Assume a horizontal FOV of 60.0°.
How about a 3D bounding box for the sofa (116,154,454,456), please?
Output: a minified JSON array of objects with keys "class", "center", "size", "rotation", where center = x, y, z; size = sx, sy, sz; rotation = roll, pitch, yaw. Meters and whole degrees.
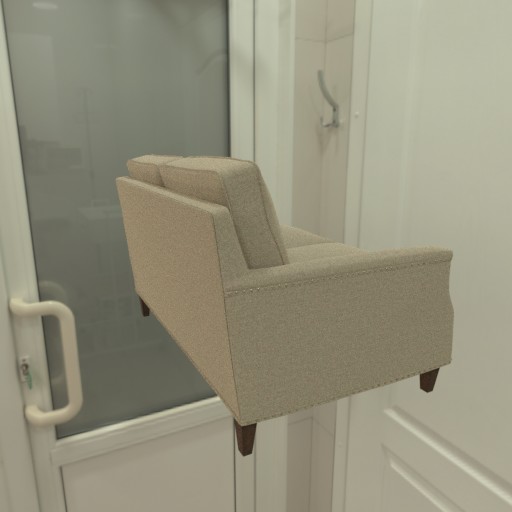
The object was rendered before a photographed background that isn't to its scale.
[{"class":"sofa","center":[0.000,0.000,2.233],"size":[1.084,1.003,1.597],"rotation":[-7,16,-26]}]
